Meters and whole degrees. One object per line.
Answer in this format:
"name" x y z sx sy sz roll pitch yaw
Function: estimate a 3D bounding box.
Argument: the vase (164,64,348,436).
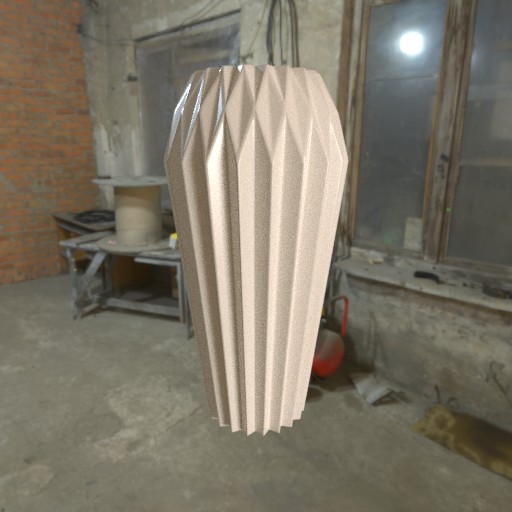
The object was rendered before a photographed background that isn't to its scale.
"vase" 0.000 0.000 0.344 0.133 0.263 0.133 0 14 0
